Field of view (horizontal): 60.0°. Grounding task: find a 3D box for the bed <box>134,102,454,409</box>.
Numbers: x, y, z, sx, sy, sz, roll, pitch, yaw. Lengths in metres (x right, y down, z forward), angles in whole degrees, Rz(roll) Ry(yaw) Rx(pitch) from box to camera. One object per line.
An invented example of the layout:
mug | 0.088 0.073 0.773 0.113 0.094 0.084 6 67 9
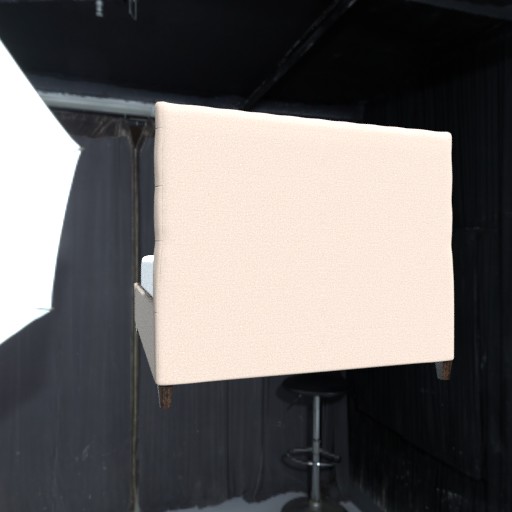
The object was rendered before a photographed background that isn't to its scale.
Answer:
bed | 0.000 0.000 3.335 1.696 1.426 2.233 0 0 -18
